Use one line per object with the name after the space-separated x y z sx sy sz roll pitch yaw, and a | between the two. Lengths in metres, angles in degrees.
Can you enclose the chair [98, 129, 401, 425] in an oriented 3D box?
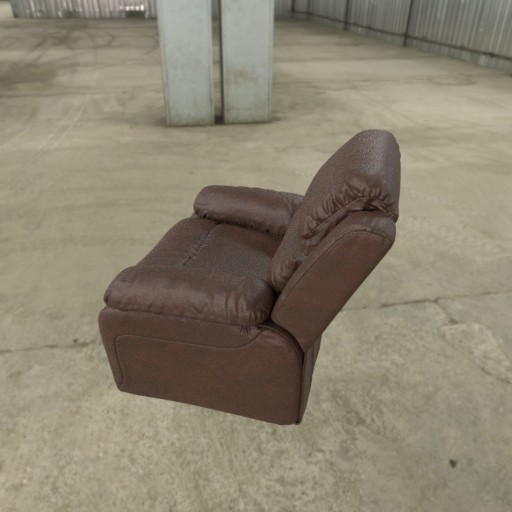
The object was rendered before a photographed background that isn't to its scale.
0.000 0.000 1.265 0.707 0.702 0.680 9 33 14 | chair
